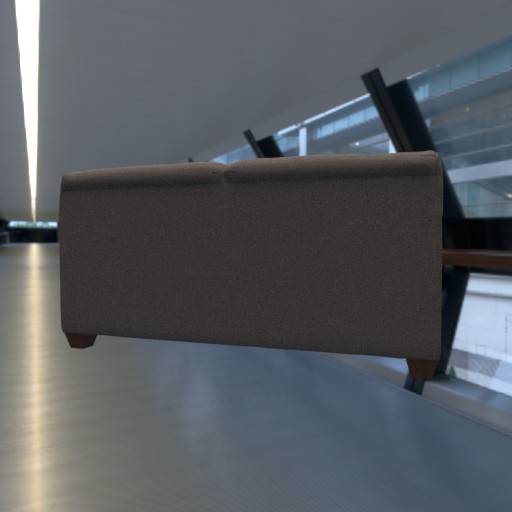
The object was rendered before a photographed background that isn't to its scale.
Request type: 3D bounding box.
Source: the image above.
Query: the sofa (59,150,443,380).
[{"bbox_3d":[0.000,0.000,2.466,1.846,0.958,1.000,1,2,18],"label":"sofa"}]
